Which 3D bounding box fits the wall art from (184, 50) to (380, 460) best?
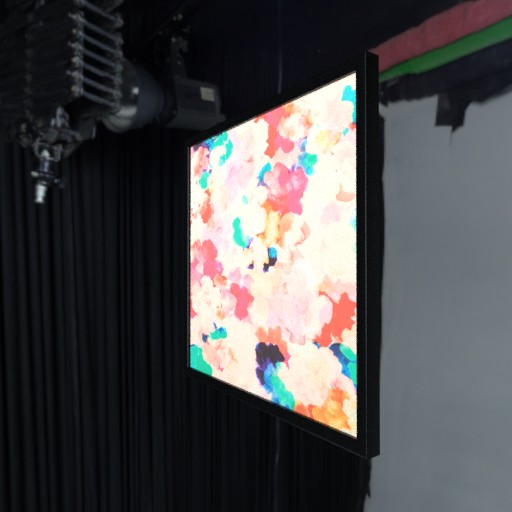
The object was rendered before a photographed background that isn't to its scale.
[{"bbox_3d":[0.000,0.000,1.136,0.036,0.755,0.756,0,-1,-35],"label":"wall art"}]
